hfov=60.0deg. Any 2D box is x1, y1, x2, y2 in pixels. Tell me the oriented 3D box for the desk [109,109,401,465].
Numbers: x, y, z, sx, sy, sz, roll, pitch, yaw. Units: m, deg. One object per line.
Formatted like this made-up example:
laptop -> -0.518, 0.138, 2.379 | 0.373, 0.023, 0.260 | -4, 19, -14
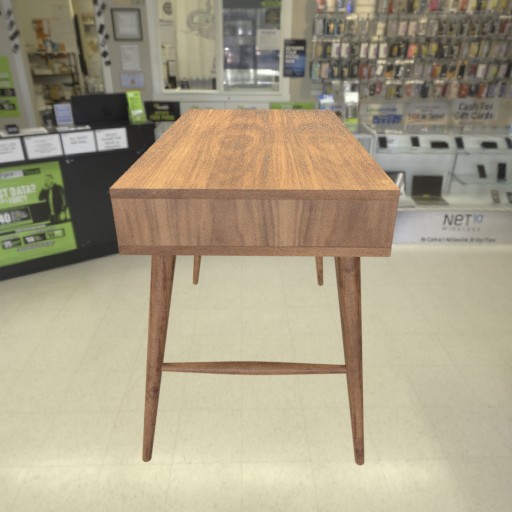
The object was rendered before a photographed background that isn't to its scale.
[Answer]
desk -> 0.000, 0.000, 1.417 | 0.588, 0.758, 0.949 | 0, 27, 1
